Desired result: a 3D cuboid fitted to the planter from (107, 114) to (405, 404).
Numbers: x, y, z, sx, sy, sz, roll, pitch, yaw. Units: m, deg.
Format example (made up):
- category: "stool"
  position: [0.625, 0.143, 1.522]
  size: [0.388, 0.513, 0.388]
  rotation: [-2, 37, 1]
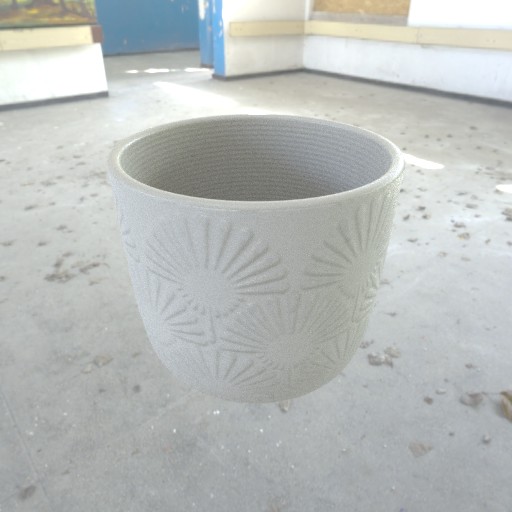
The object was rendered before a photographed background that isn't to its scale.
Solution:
- category: "planter"
  position: [0.000, 0.000, 0.218]
  size: [0.124, 0.109, 0.124]
  rotation: [0, 31, 0]
